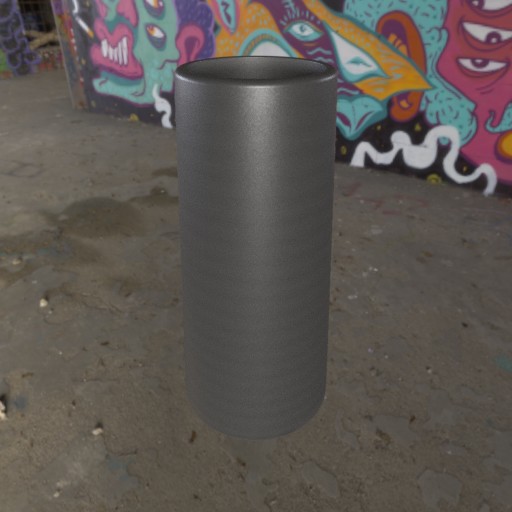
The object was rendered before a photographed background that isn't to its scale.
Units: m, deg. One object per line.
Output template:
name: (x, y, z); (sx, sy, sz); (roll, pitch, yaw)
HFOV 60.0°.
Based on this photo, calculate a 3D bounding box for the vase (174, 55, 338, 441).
vase: (0.000, 0.000, 0.363); (0.136, 0.289, 0.136); (-21, 37, -30)
